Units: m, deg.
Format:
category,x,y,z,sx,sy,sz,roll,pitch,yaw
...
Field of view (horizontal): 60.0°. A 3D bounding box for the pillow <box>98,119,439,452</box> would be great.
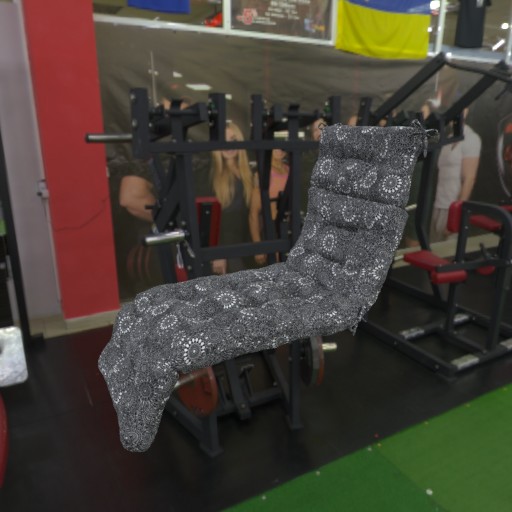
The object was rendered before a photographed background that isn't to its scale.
category,x,y,z,sx,sy,sz,roll,pitch,yaw
pillow,0.000,0.000,1.463,1.016,0.863,0.526,-8,19,-26
